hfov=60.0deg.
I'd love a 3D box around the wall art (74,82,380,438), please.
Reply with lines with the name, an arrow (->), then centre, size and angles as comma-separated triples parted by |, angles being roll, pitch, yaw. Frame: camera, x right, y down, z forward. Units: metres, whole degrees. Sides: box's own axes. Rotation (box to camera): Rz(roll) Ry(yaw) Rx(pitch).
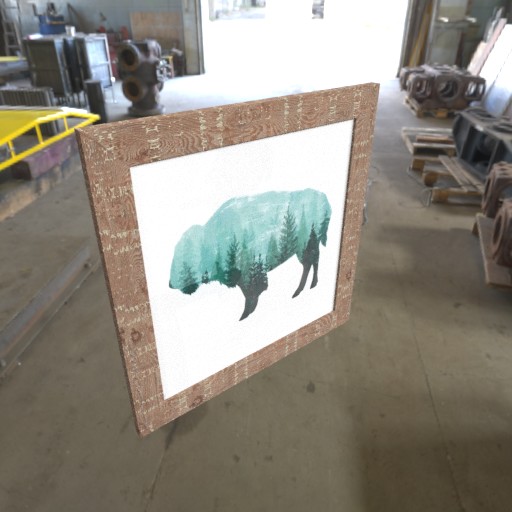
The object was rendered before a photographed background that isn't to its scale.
wall art -> 0.000, 0.000, 0.564 | 0.380, 0.380, 0.022 | -21, 36, -32
